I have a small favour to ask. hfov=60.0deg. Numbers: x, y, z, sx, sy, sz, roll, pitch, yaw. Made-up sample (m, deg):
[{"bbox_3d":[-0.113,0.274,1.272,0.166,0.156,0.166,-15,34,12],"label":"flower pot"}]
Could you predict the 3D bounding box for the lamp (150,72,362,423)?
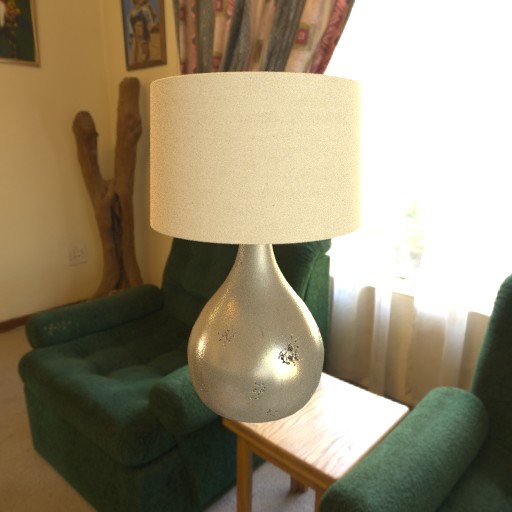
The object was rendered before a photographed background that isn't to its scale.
[{"bbox_3d":[0.000,0.000,0.726,0.330,0.521,0.330,0,15,0],"label":"lamp"}]
